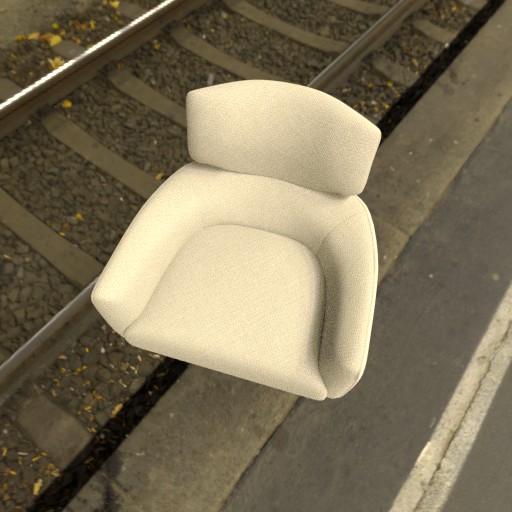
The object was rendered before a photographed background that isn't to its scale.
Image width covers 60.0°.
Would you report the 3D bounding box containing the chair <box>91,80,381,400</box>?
[{"bbox_3d":[0.000,0.000,1.425,0.760,0.810,0.730,14,59,9],"label":"chair"}]
